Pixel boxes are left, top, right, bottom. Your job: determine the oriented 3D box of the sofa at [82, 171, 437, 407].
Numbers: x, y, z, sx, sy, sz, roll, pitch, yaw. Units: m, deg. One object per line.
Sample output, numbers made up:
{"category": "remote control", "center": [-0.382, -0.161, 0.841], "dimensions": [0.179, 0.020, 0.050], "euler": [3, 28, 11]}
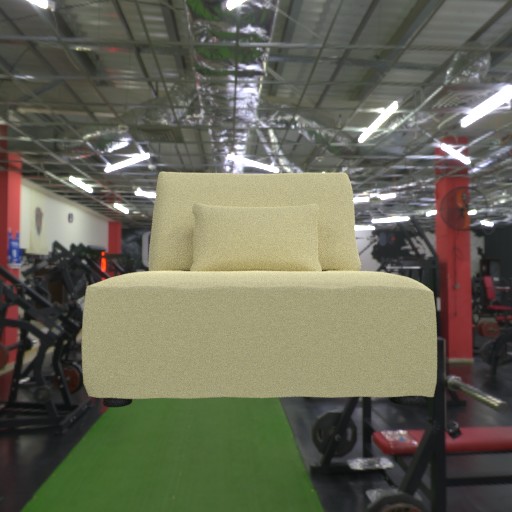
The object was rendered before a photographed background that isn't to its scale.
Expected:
{"category": "sofa", "center": [0.000, 0.000, 1.651], "dimensions": [0.930, 0.820, 1.000], "euler": [0, -2, -1]}
